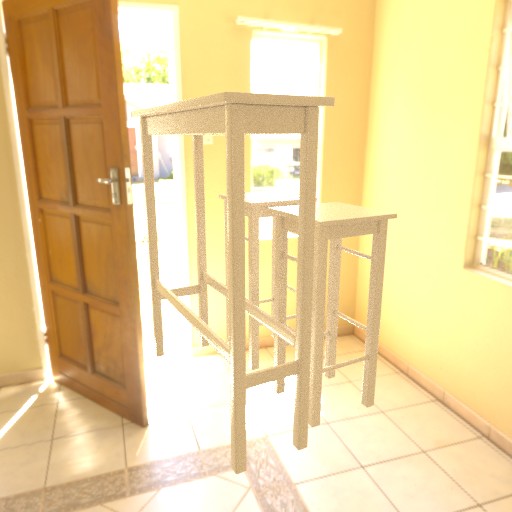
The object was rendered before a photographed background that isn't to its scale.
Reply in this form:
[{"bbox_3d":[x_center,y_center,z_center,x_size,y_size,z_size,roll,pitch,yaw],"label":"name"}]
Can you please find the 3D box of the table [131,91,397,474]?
[{"bbox_3d":[0.000,0.000,1.674,0.650,1.065,0.915,-8,17,-27],"label":"table"}]
